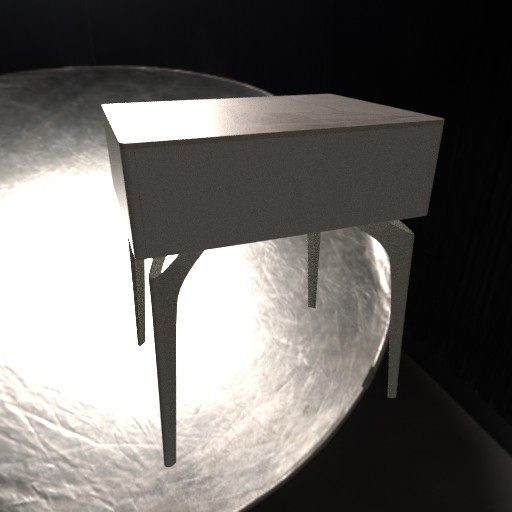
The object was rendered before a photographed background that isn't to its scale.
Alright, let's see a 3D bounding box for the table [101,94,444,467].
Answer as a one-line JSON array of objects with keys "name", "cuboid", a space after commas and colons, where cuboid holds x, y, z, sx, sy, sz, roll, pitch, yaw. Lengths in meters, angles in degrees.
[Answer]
[{"name": "table", "cuboid": [0.000, 0.000, 0.906, 0.500, 0.570, 0.400, -10, 28, -18]}]
